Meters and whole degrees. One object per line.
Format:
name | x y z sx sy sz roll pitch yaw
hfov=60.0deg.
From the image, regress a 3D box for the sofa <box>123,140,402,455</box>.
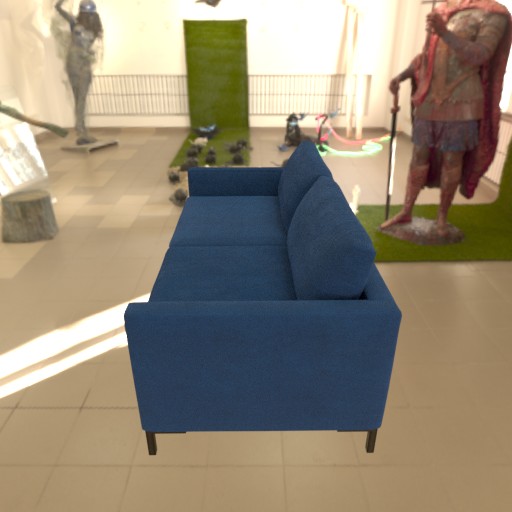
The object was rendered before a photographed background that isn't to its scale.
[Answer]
sofa | 0.000 0.000 2.157 0.875 0.817 1.676 0 27 -1
